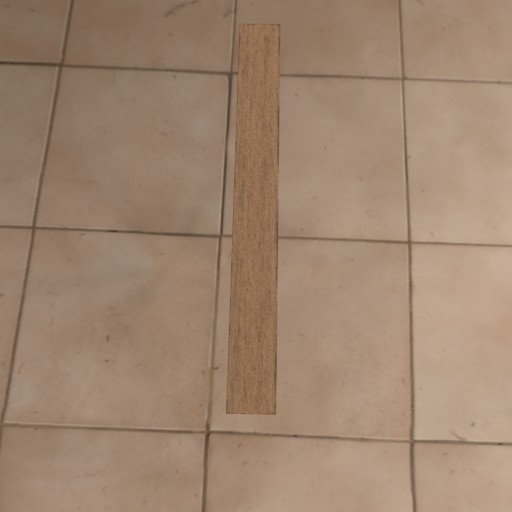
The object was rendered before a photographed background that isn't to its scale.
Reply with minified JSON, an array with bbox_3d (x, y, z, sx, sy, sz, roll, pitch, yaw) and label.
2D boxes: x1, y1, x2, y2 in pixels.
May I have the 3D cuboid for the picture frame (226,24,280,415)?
[{"bbox_3d":[0.000,0.000,0.713,0.046,0.526,0.421,1,77,0],"label":"picture frame"}]
